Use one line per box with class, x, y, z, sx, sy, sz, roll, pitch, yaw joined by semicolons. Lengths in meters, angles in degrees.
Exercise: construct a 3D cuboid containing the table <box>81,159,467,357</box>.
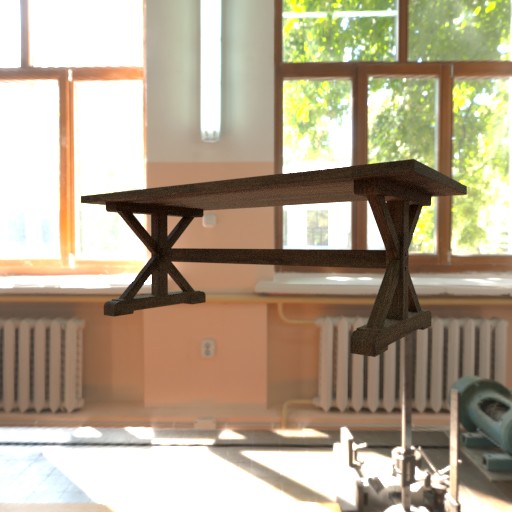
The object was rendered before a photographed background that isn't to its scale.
table;0.000;0.000;2.527;2.031;0.733;0.907;1;2;36
